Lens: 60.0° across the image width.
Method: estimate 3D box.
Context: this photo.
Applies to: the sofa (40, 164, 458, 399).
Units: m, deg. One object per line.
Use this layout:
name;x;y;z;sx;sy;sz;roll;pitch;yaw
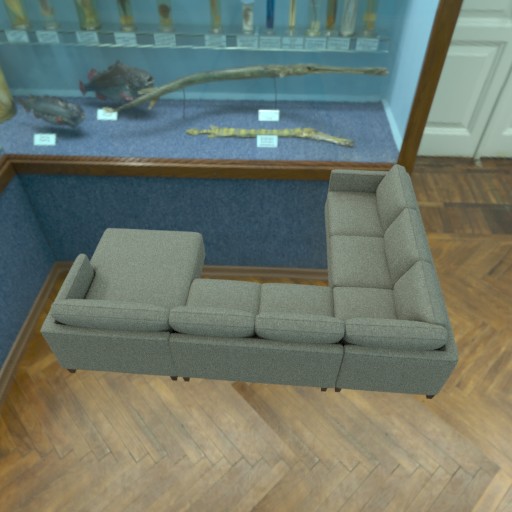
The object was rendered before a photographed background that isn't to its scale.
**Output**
sofa;0.000;0.000;4.572;3.403;0.889;2.551;3;46;3
